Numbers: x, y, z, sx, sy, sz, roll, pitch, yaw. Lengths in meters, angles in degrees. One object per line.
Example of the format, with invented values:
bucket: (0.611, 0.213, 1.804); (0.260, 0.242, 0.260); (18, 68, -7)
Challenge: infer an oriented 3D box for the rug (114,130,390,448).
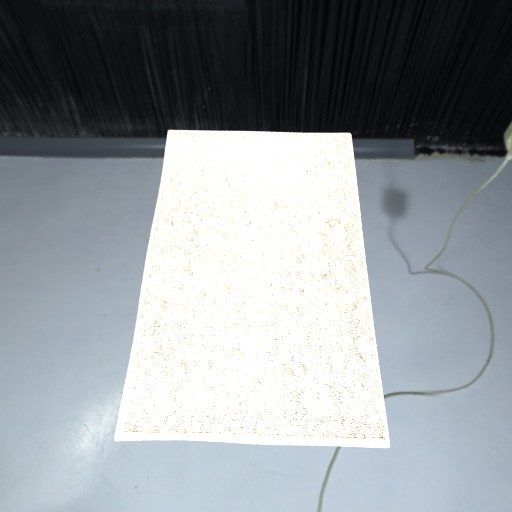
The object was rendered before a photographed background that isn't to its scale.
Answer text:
rug: (0.000, 0.000, 3.073); (1.529, 0.012, 2.435); (1, 59, 1)
